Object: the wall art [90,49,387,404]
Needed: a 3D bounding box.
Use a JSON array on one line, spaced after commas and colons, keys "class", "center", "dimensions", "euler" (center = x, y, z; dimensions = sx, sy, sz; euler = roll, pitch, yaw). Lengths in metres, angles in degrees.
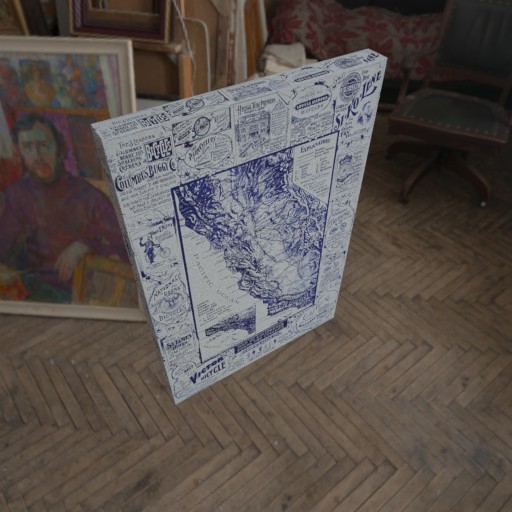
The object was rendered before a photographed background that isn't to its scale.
[{"class": "wall art", "center": [0.000, 0.000, 0.479], "dimensions": [0.255, 0.376, 0.025], "euler": [-24, 50, -22]}]
